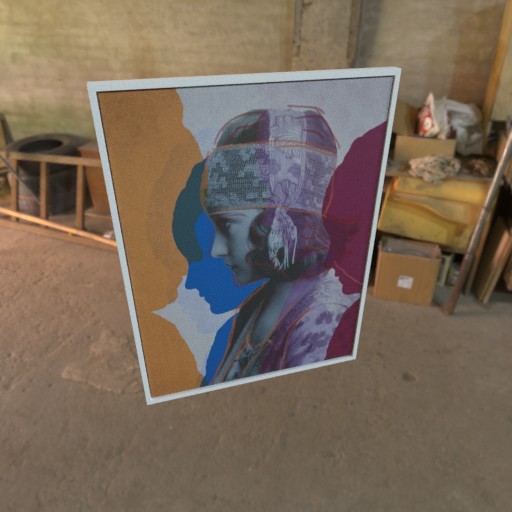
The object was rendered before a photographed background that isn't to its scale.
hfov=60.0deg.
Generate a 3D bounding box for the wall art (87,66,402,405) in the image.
[{"bbox_3d":[0.000,0.000,1.369,0.795,1.050,0.039,-9,32,-14],"label":"wall art"}]
